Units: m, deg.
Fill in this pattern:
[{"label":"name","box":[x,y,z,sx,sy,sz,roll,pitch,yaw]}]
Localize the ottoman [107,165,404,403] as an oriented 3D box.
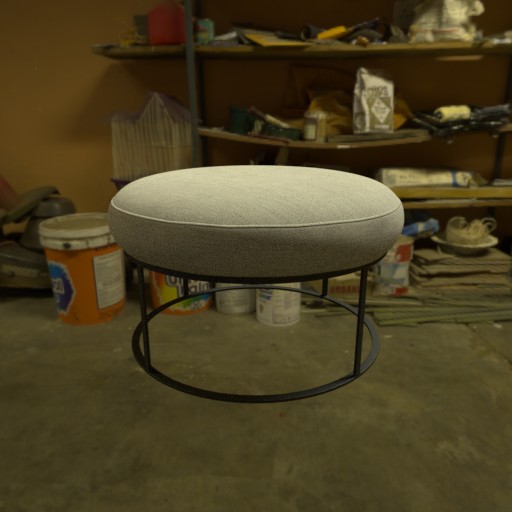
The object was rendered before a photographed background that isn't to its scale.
[{"label":"ottoman","box":[0.000,0.000,1.240,0.769,0.459,0.769,0,17,0]}]
